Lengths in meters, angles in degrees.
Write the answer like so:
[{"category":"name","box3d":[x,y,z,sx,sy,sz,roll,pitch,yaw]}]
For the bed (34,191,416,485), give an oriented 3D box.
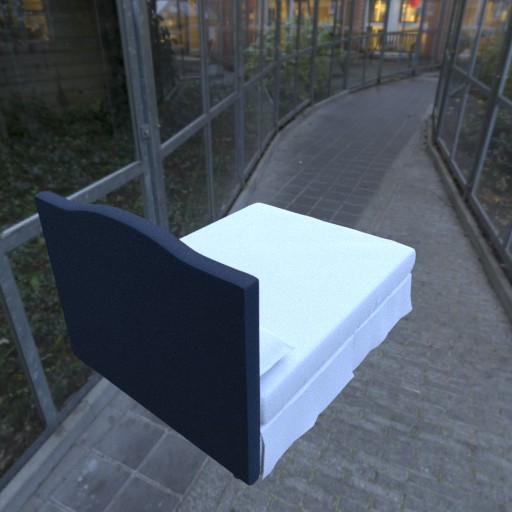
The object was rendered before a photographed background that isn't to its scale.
[{"category":"bed","box3d":[0.000,0.000,3.351,1.821,1.436,2.282,21,35,33]}]
